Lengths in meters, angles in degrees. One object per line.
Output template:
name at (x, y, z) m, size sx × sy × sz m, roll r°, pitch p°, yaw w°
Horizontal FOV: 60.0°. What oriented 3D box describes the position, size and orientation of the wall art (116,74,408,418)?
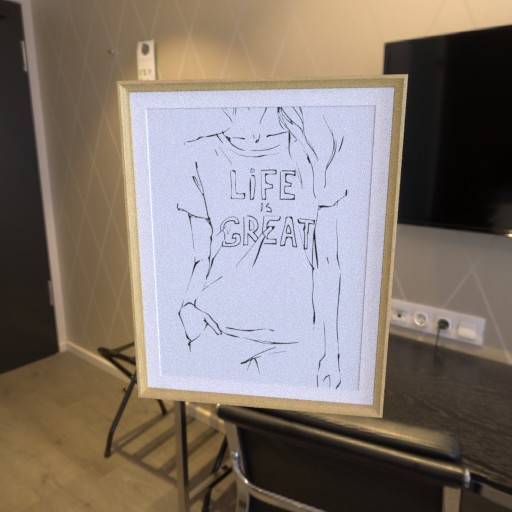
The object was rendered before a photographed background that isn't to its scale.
wall art at (0.000, 0.000, 1.334) m, size 0.798 × 1.002 × 0.030 m, roll 2°, pitch 14°, yaw 8°
